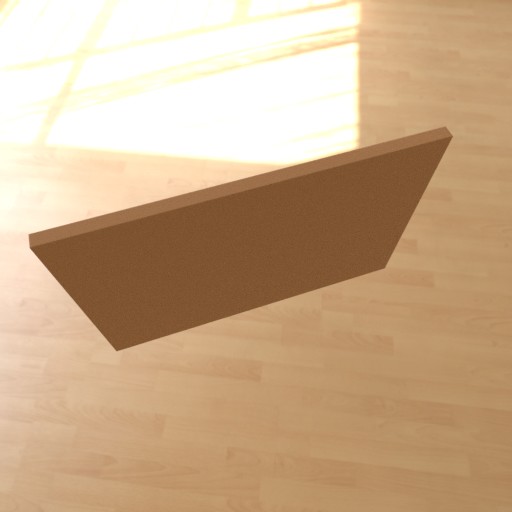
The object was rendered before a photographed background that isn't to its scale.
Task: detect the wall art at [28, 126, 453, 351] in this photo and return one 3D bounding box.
[{"bbox_3d":[0.000,0.000,1.183,0.915,0.608,0.033,-16,61,-9],"label":"wall art"}]
